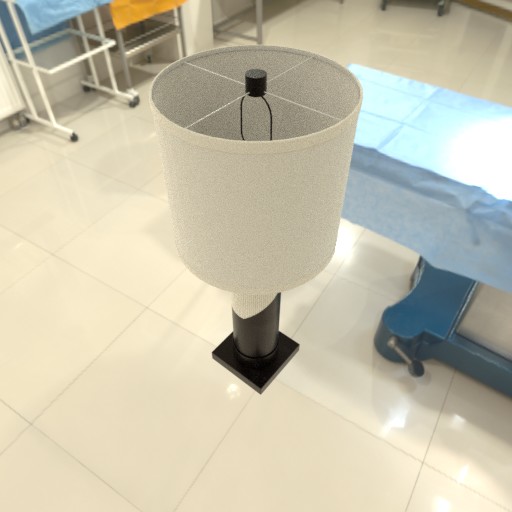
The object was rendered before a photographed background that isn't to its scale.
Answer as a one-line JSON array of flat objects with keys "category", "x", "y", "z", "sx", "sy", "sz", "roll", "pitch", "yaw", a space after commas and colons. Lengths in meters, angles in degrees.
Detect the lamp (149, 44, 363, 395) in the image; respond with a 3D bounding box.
[{"category": "lamp", "x": 0.000, "y": 0.000, "z": 0.613, "sx": 0.211, "sy": 0.509, "sz": 0.211, "roll": 30, "pitch": 53, "yaw": 26}]
